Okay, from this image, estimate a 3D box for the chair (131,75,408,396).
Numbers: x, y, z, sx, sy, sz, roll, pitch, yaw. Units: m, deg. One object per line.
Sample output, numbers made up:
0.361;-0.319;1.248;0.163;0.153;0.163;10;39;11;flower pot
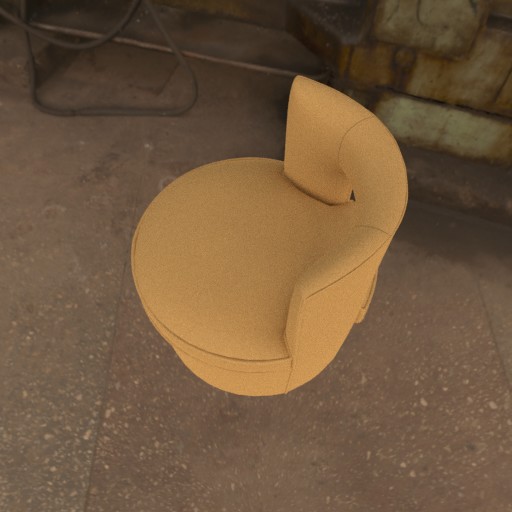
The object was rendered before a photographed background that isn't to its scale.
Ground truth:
0.000;0.000;1.228;0.665;0.723;0.650;1;58;1;chair
